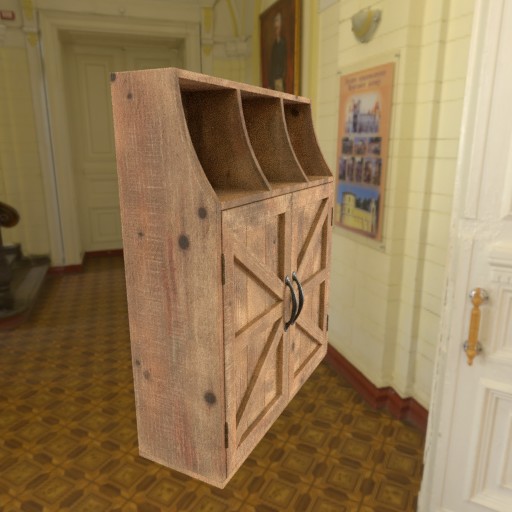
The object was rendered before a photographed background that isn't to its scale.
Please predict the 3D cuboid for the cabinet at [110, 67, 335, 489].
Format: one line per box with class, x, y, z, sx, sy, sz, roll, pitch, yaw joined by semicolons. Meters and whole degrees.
cabinet;0.000;0.000;0.828;0.184;0.590;0.489;7;16;26
